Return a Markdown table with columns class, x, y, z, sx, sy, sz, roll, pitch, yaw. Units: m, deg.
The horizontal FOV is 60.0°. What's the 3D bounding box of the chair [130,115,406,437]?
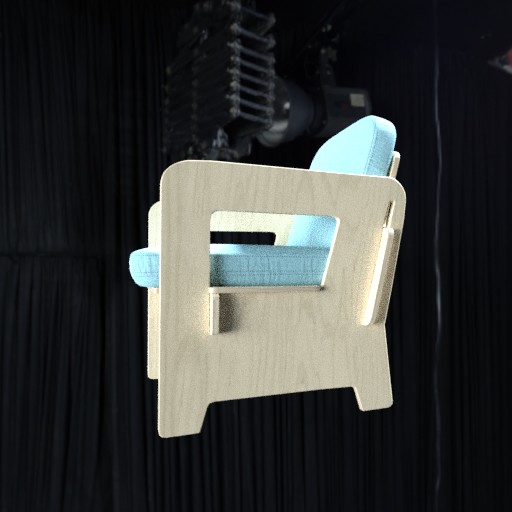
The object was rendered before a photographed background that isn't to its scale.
| class | x | y | z | sx | sy | sz | roll | pitch | yaw |
| --- | --- | --- | --- | --- | --- | --- | --- | --- | --- |
| chair | 0.000 | 0.000 | 1.296 | 0.710 | 0.800 | 0.590 | 0 | -2 | -16 |
